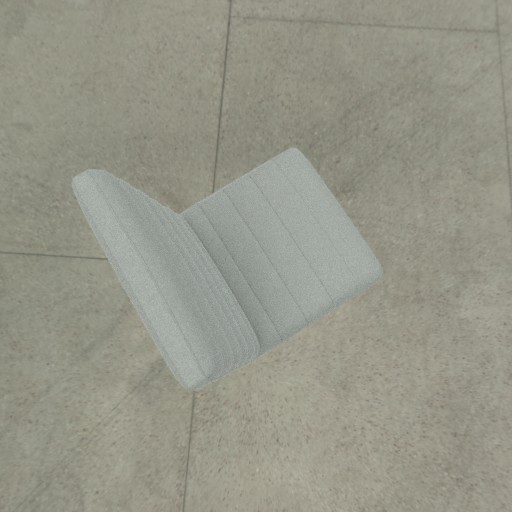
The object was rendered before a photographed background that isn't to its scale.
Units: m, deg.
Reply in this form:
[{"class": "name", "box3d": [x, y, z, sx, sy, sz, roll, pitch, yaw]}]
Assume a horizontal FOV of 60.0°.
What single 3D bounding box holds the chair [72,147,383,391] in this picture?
[{"class": "chair", "box3d": [0.000, 0.000, 1.349, 0.634, 0.930, 0.520, -31, 78, -7]}]
